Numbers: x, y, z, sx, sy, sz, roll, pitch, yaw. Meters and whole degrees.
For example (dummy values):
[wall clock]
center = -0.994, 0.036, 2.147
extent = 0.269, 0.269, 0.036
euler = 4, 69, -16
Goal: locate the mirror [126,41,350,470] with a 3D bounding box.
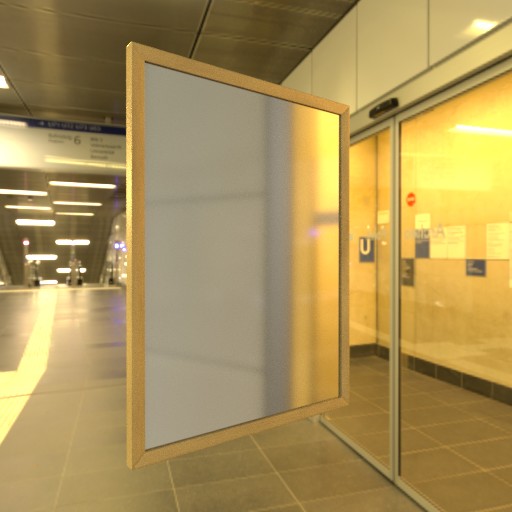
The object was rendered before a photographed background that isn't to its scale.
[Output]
[mirror]
center = 0.000, 0.000, 1.292
extent = 0.762, 1.016, 0.040
euler = 0, 0, -37
